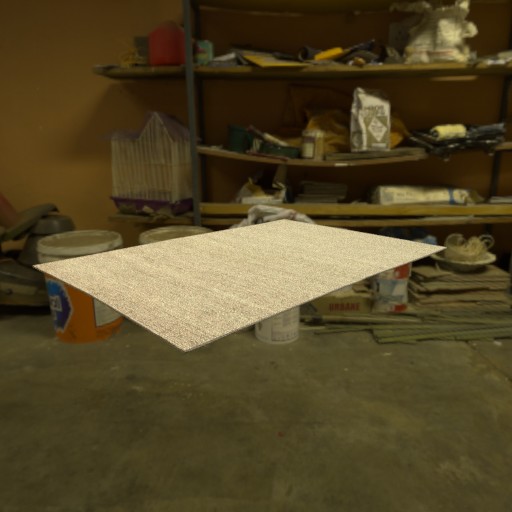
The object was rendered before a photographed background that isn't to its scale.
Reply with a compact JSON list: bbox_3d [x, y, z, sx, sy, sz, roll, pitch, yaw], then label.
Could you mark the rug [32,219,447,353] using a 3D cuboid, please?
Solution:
[{"bbox_3d":[0.000,0.000,3.001,2.342,0.030,1.609,-14,20,-42],"label":"rug"}]
